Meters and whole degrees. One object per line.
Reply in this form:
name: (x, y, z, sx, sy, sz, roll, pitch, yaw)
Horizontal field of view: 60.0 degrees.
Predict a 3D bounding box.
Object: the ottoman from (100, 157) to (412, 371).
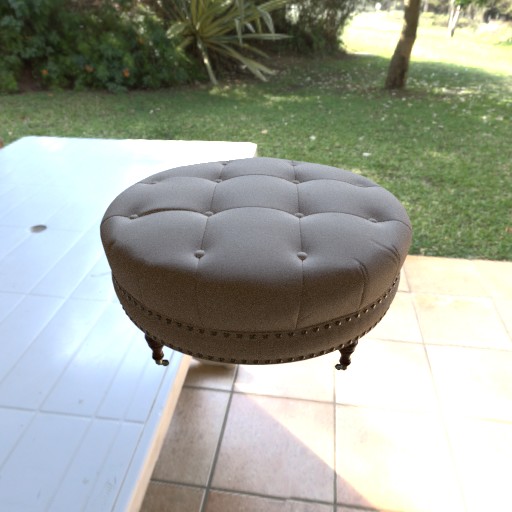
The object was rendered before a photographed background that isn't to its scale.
ottoman: (0.000, 0.000, 1.467, 0.940, 0.483, 0.940, 0, 31, 0)
